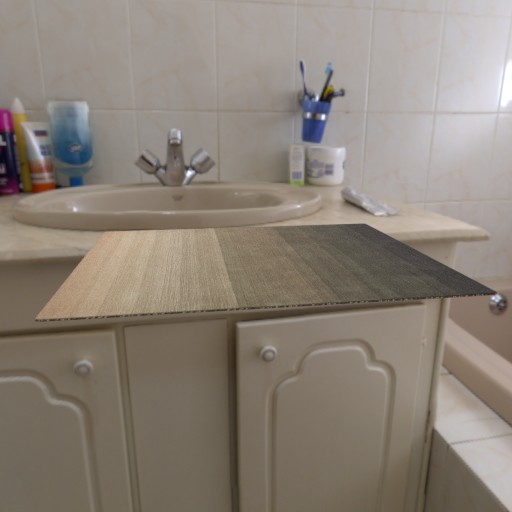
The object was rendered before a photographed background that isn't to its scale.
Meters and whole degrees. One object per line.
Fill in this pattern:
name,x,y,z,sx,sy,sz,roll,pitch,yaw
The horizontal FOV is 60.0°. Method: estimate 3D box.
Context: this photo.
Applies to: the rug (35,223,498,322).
rug,0.000,0.000,3.806,2.902,0.017,2.305,-2,16,-8
